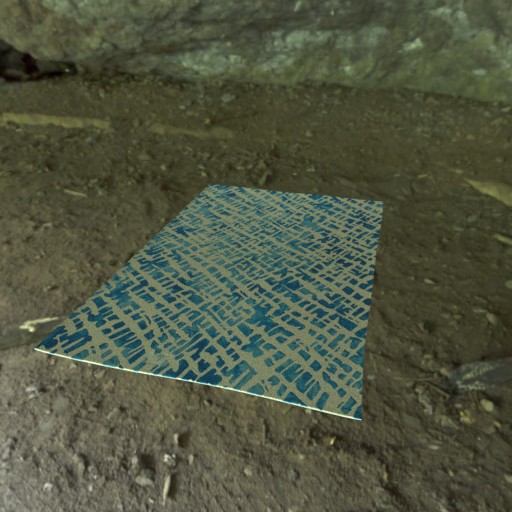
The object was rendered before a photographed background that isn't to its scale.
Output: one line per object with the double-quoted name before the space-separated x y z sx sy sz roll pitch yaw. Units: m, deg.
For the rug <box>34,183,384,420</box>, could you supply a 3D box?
"rug" 0.000 0.000 2.279 1.209 0.011 1.830 8 31 14
